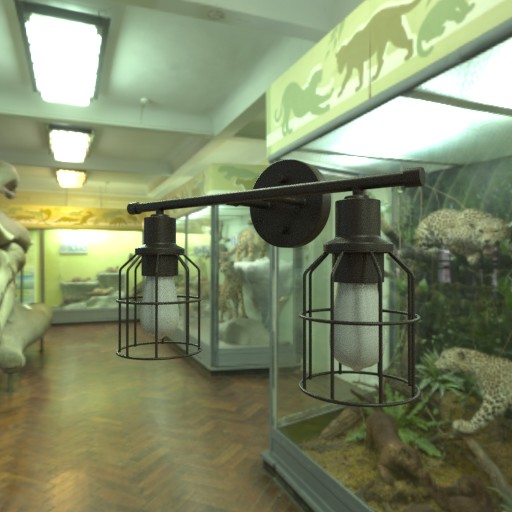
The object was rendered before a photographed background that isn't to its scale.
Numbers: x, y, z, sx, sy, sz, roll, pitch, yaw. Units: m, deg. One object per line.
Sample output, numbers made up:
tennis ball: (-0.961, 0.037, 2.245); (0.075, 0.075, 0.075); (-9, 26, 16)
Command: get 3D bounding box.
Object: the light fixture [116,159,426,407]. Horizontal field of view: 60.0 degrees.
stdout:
light fixture: (0.000, 0.000, 0.531); (0.406, 0.254, 0.165); (0, -1, 37)
